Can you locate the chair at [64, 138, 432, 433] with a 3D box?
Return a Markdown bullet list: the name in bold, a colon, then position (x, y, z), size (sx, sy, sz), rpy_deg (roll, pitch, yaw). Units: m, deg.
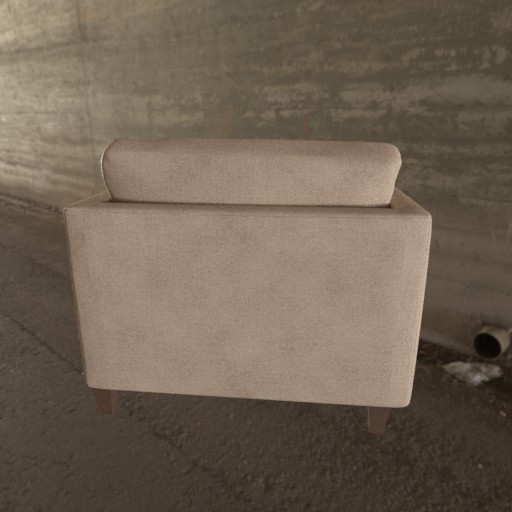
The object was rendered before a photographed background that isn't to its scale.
- **chair**: position (0.000, 0.000, 1.824), size (1.133, 0.961, 0.959), rpy_deg (2, 18, 6)
